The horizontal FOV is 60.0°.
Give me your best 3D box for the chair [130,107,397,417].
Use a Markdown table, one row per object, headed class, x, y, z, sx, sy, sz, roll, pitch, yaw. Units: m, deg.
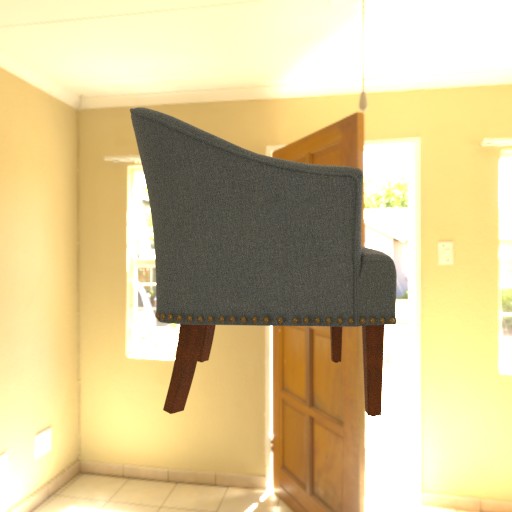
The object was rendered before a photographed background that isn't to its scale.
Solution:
| class | x | y | z | sx | sy | sz | roll | pitch | yaw |
| --- | --- | --- | --- | --- | --- | --- | --- | --- | --- |
| chair | 0.000 | 0.000 | 1.428 | 0.704 | 0.815 | 0.798 | 0 | 0 | 1 |
